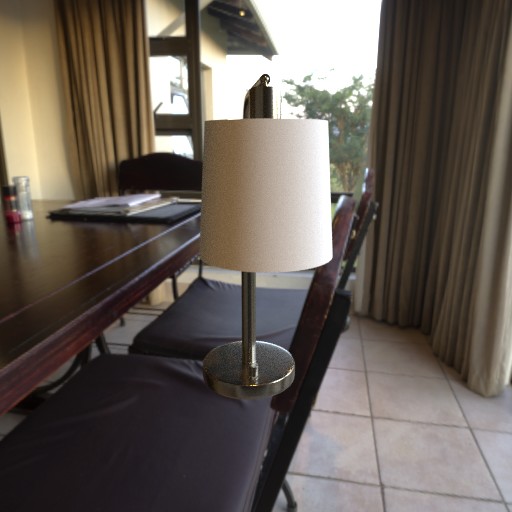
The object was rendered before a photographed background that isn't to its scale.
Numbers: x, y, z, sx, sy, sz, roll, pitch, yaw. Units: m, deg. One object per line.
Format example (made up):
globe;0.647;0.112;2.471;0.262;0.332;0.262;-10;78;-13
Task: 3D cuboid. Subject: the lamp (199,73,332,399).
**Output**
lamp;0.000;0.000;0.659;0.171;0.489;0.333;-2;15;-9
